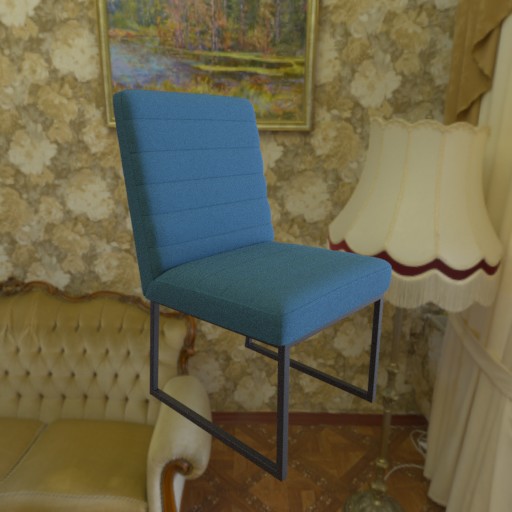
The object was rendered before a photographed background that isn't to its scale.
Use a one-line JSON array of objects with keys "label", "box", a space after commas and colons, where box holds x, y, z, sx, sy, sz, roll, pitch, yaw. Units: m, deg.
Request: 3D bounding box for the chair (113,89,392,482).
[{"label": "chair", "box": [0.000, 0.000, 1.306, 0.634, 0.930, 0.520, 14, 21, 41]}]
